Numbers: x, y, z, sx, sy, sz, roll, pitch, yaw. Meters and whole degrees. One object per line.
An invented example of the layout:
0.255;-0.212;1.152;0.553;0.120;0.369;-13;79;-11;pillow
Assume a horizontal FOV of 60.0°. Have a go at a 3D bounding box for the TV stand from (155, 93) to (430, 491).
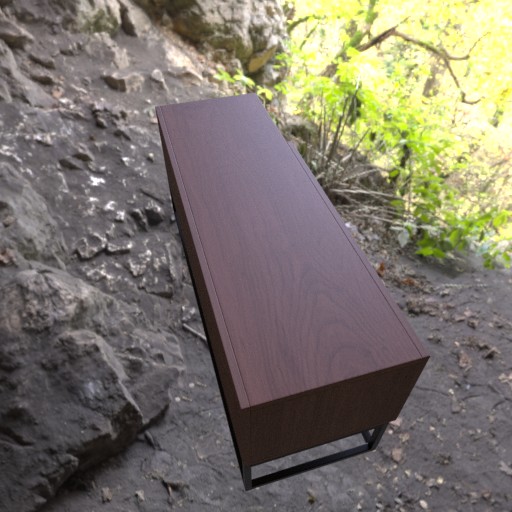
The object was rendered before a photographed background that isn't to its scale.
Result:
0.000;0.000;1.442;0.415;0.500;1.200;-12;48;-11;TV stand
